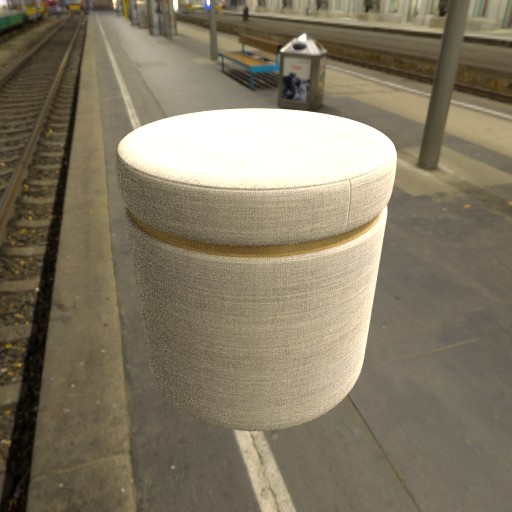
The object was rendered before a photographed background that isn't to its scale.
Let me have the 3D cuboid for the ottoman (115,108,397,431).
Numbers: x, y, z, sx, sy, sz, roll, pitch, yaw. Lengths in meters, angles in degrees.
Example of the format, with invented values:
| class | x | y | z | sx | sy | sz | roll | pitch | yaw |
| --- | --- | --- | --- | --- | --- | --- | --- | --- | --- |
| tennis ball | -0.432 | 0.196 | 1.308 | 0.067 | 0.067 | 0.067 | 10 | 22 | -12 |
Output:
| class | x | y | z | sx | sy | sz | roll | pitch | yaw |
| --- | --- | --- | --- | --- | --- | --- | --- | --- | --- |
| ottoman | 0.000 | 0.000 | 0.742 | 0.400 | 0.406 | 0.400 | 0 | 30 | 0 |
